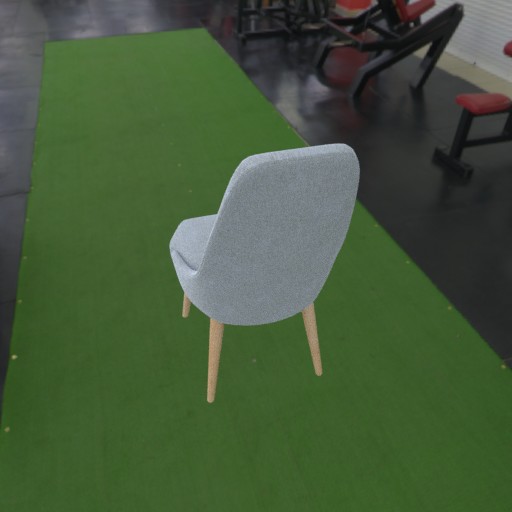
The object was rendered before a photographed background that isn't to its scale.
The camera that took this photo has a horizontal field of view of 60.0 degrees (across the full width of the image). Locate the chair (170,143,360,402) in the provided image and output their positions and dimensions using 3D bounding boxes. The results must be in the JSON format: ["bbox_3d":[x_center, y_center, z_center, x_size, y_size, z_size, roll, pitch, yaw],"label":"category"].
[{"bbox_3d":[0.000,0.000,1.401,0.510,1.040,0.660,-10,42,-12],"label":"chair"}]
